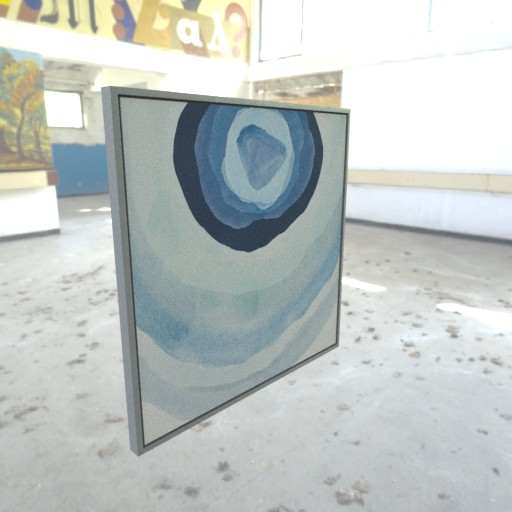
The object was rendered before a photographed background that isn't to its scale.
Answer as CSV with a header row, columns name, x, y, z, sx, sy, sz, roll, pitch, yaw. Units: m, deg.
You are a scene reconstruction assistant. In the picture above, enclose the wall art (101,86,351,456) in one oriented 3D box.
name,x,y,z,sx,sy,sz,roll,pitch,yaw
wall art,0.000,0.000,1.216,0.038,0.807,0.809,14,20,43
